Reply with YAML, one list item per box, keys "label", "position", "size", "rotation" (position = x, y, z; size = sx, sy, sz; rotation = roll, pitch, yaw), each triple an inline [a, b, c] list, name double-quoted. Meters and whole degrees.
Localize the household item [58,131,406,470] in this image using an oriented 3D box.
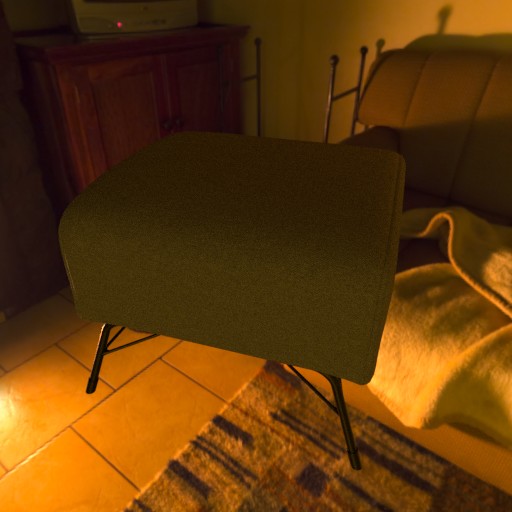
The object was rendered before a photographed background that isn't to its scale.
- label: "household item"
  position: [0.000, 0.000, 0.893]
  size: [0.530, 0.410, 0.530]
  rotation: [10, 33, 15]
